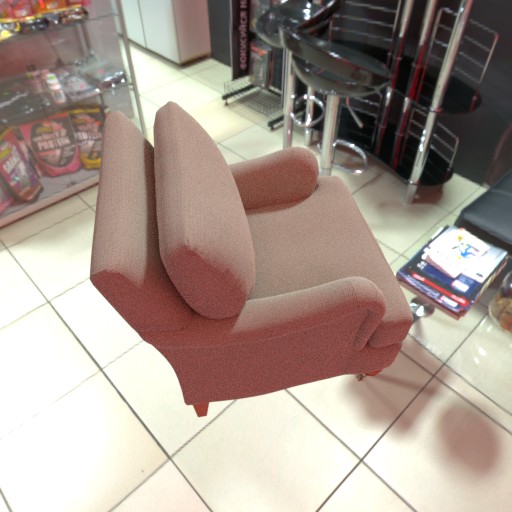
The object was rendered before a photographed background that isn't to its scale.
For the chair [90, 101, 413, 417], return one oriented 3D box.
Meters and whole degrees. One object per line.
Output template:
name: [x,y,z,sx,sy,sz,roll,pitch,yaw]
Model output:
chair: [0.000,0.000,1.862,1.070,1.038,0.955,-8,47,-7]
